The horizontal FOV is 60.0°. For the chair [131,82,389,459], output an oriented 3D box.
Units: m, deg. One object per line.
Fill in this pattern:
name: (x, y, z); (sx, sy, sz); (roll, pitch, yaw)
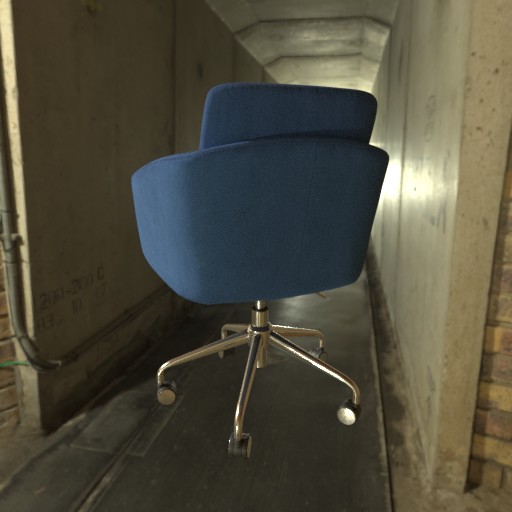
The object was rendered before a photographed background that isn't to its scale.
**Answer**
chair: (0.000, 0.000, 1.339); (0.641, 0.908, 0.635); (-7, 16, -25)
